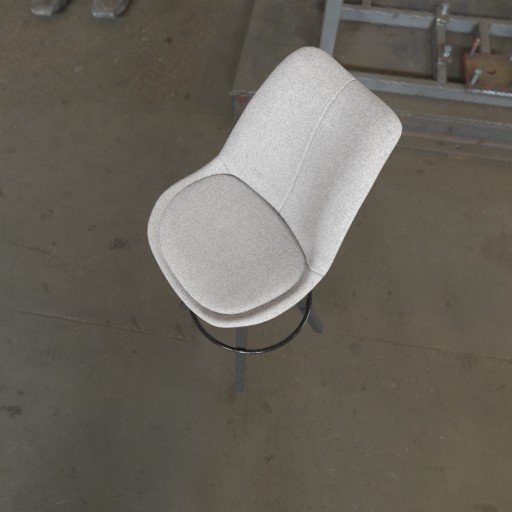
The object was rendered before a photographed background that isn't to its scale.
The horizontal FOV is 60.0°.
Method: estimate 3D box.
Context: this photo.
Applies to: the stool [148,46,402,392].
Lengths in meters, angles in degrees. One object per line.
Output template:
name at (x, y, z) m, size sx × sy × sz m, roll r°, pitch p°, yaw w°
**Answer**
stool at (0.000, 0.000, 1.370) m, size 0.550 × 1.115 × 0.485 m, roll -33°, pitch 68°, yaw -15°
